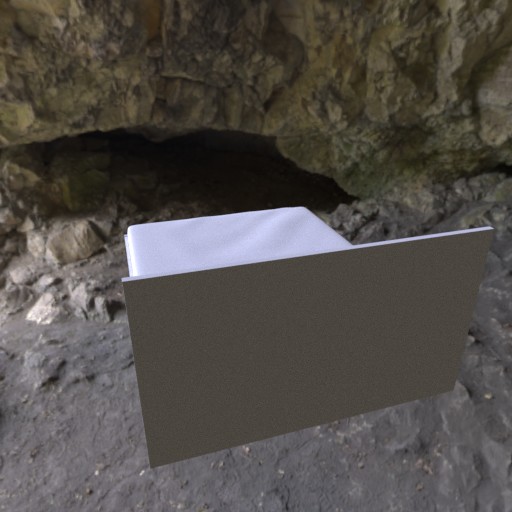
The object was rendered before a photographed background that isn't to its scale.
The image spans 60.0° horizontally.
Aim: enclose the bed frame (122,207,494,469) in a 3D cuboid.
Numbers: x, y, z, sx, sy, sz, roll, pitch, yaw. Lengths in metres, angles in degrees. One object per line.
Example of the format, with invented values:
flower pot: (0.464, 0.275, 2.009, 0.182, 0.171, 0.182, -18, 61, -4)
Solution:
bed frame: (0.000, 0.000, 2.994, 1.711, 1.001, 2.100, -8, 27, -16)
